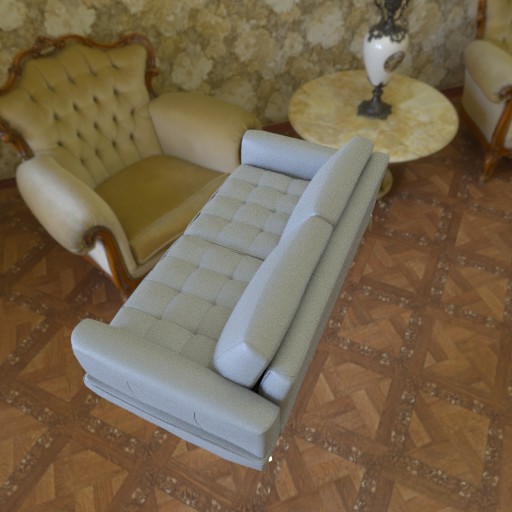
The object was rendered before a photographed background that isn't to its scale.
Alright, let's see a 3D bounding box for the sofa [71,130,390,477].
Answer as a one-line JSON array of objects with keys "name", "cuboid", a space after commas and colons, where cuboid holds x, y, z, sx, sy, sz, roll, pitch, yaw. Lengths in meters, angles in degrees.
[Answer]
[{"name": "sofa", "cuboid": [0.000, 0.000, 2.732, 1.121, 0.930, 2.177, 18, 50, 16]}]
